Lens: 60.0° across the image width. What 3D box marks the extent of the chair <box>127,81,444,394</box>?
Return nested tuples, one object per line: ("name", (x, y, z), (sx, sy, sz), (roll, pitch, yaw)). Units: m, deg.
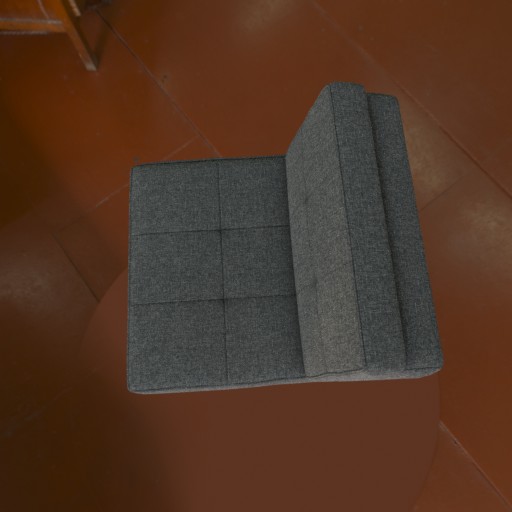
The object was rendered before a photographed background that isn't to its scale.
("chair", (0.000, 0.000, 1.297), (0.800, 0.615, 0.740), (-3, 74, -1))
